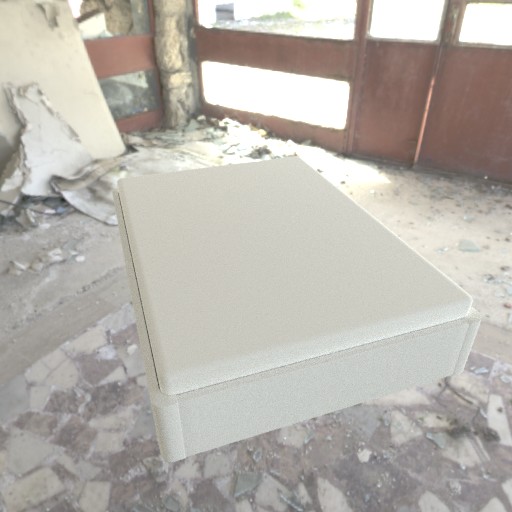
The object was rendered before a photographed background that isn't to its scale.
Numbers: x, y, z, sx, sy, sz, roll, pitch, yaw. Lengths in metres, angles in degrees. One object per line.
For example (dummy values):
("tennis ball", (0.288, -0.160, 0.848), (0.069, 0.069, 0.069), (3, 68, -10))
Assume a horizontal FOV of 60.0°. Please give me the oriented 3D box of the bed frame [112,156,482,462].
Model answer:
("bed frame", (0.000, 0.000, 2.490), (1.400, 0.406, 1.900), (-11, 34, -16))
